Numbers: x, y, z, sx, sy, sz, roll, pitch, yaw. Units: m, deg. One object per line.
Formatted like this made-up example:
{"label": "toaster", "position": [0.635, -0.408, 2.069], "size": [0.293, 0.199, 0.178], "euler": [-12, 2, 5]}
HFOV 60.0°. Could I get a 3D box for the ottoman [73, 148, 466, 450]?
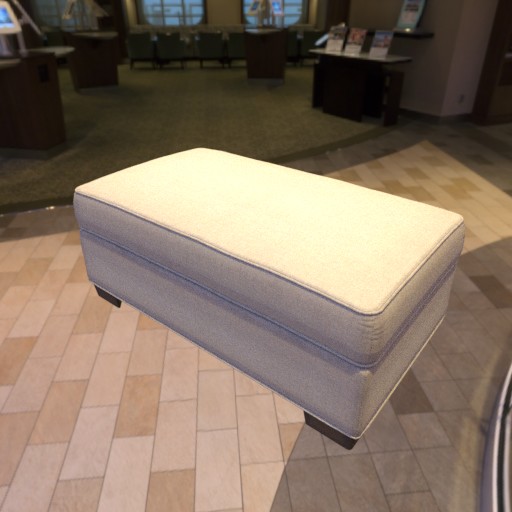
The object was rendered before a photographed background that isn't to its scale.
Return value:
{"label": "ottoman", "position": [0.000, 0.000, 1.444], "size": [1.097, 0.461, 0.617], "euler": [22, 37, 33]}
